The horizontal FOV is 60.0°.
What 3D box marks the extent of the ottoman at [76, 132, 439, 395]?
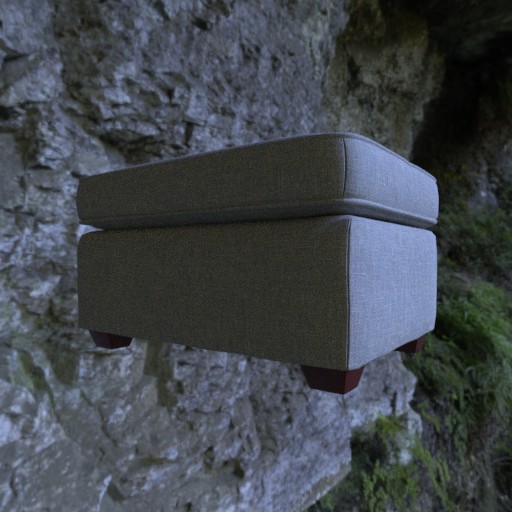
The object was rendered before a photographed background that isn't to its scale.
[{"bbox_3d":[0.000,0.000,1.100,0.762,0.457,0.559,0,0,36],"label":"ottoman"}]
